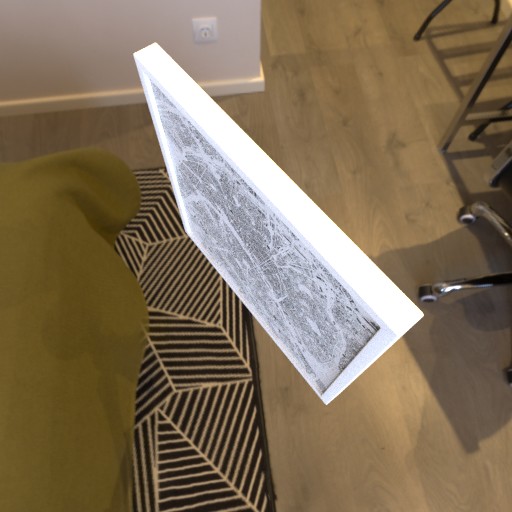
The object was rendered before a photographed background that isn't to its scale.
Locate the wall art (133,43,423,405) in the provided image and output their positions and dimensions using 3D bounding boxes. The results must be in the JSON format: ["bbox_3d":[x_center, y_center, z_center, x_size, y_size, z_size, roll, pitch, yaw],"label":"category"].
[{"bbox_3d":[0.000,0.000,0.759,0.038,0.508,0.508,-35,69,-16],"label":"wall art"}]
